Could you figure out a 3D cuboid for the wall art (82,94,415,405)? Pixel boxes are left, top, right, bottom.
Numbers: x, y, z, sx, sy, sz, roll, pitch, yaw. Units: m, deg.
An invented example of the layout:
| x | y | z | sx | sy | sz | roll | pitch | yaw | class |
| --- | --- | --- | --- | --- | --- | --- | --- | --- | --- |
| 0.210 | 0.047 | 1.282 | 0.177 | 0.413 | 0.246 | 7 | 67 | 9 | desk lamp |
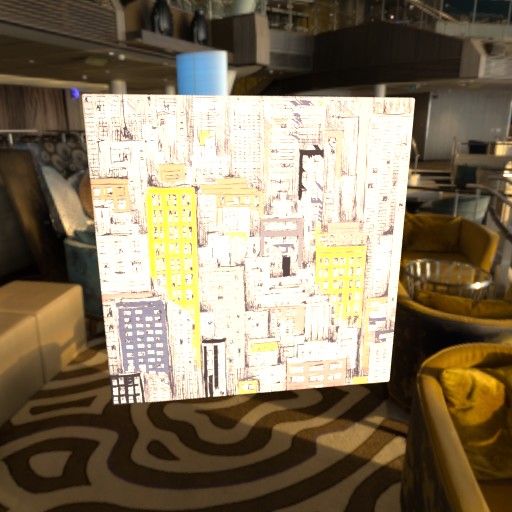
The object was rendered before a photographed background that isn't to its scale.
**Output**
| x | y | z | sx | sy | sz | roll | pitch | yaw | class |
| --- | --- | --- | --- | --- | --- | --- | --- | --- | --- |
| 0.000 | 0.000 | 0.896 | 0.607 | 0.608 | 0.038 | -2 | 16 | -8 | wall art |
